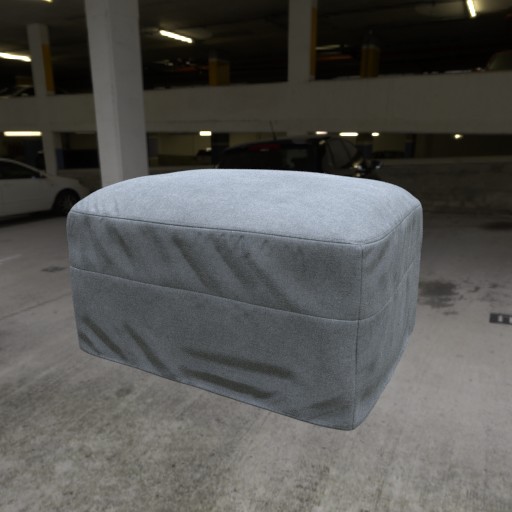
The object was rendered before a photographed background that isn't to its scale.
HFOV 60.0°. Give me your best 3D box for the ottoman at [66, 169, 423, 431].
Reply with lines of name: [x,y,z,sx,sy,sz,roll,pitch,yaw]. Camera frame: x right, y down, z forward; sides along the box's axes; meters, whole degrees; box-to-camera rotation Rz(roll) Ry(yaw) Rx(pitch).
ottoman: [0.000,0.000,1.270,0.837,0.481,0.683,8,18,27]
